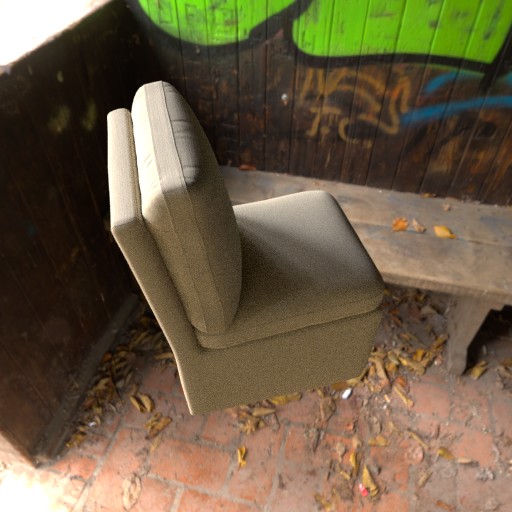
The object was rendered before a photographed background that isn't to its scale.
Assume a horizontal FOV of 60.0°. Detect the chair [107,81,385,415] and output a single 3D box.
[{"bbox_3d":[0.000,0.000,1.342,0.698,0.927,0.503,-10,46,-10],"label":"chair"}]
